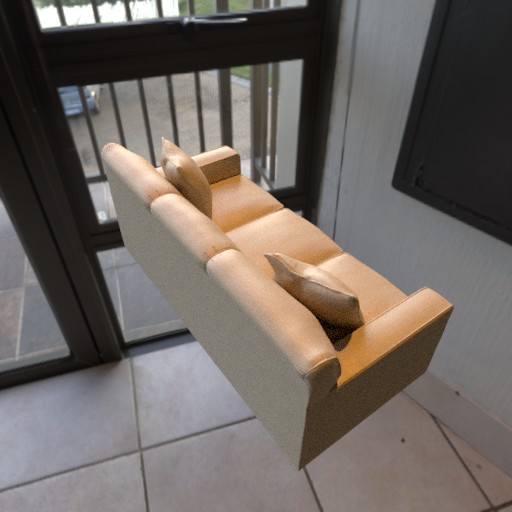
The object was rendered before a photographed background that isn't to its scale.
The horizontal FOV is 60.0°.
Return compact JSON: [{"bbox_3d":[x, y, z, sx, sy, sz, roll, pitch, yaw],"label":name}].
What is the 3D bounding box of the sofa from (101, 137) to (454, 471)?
[{"bbox_3d":[0.000,0.000,2.641,0.997,0.958,2.024,-26,47,-26],"label":"sofa"}]
